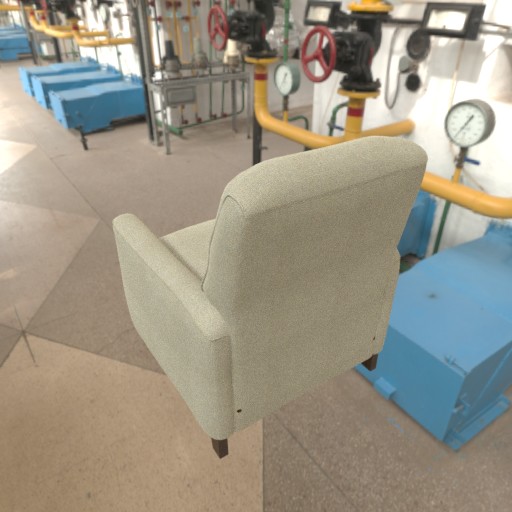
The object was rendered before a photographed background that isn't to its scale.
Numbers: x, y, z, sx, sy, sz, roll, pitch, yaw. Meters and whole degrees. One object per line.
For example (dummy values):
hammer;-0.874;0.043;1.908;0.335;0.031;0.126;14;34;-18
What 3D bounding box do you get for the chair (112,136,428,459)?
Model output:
chair;0.000;0.000;1.644;0.850;1.006;0.853;-19;37;-28
